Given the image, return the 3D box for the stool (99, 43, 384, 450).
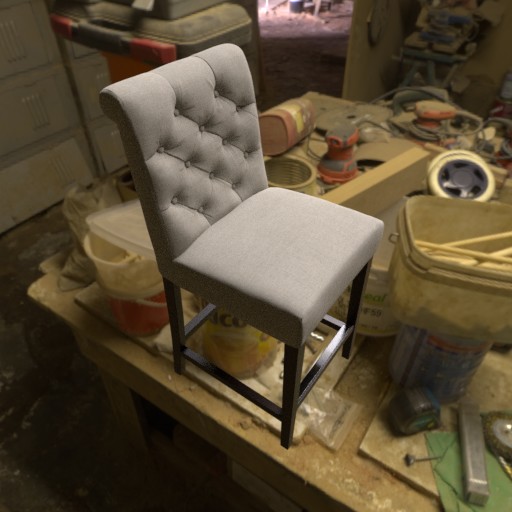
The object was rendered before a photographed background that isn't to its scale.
[{"bbox_3d":[0.000,0.000,1.346,0.601,1.040,0.493,25,46,26],"label":"stool"}]
